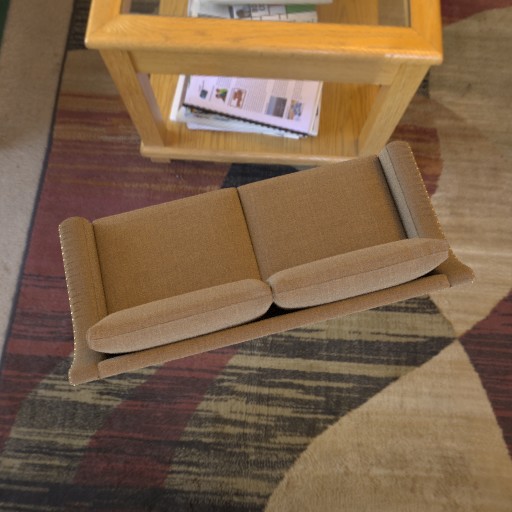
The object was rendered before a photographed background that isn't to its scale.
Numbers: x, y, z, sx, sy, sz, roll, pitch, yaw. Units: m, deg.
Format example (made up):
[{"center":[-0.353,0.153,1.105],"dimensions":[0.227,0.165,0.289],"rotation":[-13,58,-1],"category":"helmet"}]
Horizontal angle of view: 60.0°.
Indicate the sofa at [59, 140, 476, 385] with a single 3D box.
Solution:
[{"center":[0.000,0.000,2.706],"dimensions":[2.208,0.857,1.000],"rotation":[-14,76,-4],"category":"sofa"}]
